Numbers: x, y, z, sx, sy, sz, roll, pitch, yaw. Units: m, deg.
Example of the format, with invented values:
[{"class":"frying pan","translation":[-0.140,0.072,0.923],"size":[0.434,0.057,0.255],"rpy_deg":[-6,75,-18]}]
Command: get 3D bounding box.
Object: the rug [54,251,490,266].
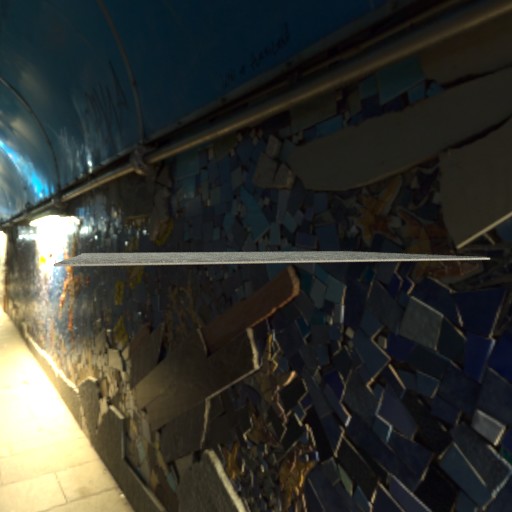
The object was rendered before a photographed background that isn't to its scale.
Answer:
[{"class":"rug","translation":[0.000,0.000,2.853],"size":[2.206,0.014,1.578],"rpy_deg":[-1,2,-18]}]
